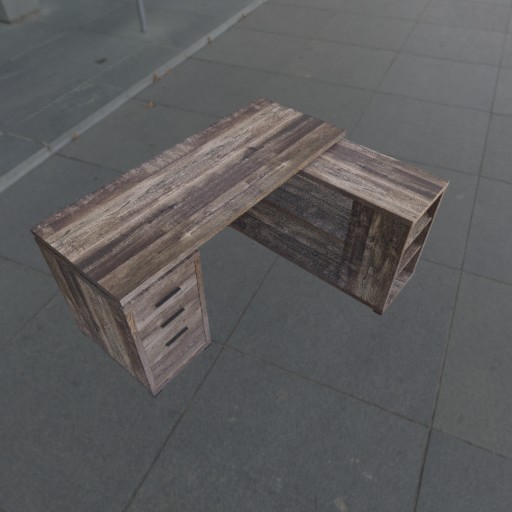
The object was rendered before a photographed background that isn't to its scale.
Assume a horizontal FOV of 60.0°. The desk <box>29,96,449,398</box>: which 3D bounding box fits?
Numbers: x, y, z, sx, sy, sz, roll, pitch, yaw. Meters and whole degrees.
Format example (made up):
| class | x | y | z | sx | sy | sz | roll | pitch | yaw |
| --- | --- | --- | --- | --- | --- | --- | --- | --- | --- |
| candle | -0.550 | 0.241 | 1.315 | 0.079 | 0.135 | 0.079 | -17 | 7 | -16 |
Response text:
| class | x | y | z | sx | sy | sz | roll | pitch | yaw |
| --- | --- | --- | --- | --- | --- | --- | --- | --- | --- |
| desk | 0.000 | 0.000 | 2.264 | 1.200 | 0.753 | 1.524 | 31 | 53 | 26 |
